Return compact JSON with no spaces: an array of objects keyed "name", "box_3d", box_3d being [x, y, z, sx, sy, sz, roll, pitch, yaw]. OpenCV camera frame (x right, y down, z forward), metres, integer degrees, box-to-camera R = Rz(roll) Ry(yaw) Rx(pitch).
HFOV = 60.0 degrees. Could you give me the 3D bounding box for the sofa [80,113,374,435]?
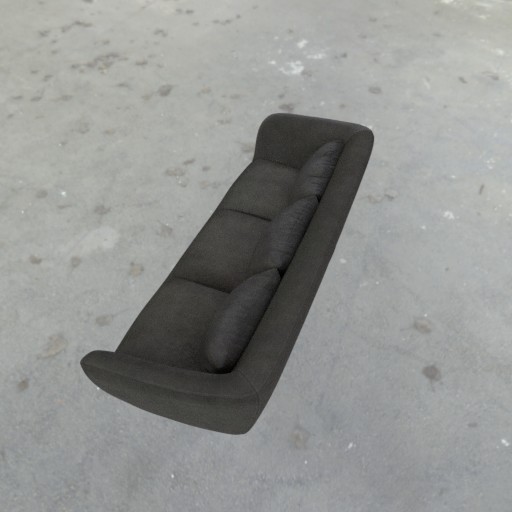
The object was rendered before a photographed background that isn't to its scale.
[{"name":"sofa","box_3d":[0.000,0.000,2.745,0.956,0.875,2.296,17,50,15]}]
